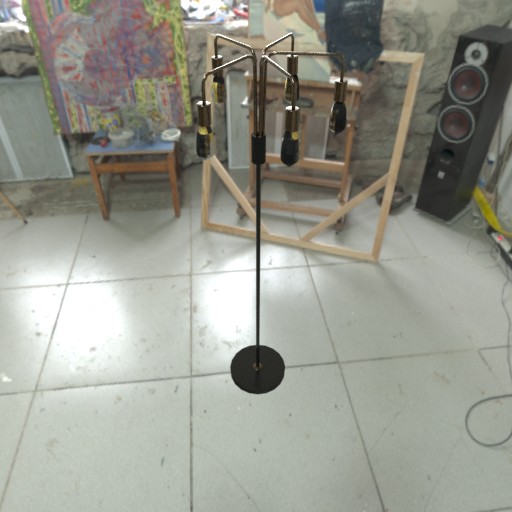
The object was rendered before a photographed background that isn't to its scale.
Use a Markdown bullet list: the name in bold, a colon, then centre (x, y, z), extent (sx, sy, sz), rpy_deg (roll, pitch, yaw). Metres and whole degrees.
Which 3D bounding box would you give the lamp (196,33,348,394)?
- **lamp**: centre (0.000, 0.000, 1.970), extent (0.572, 1.721, 0.599), rpy_deg (-25, 47, -26)
